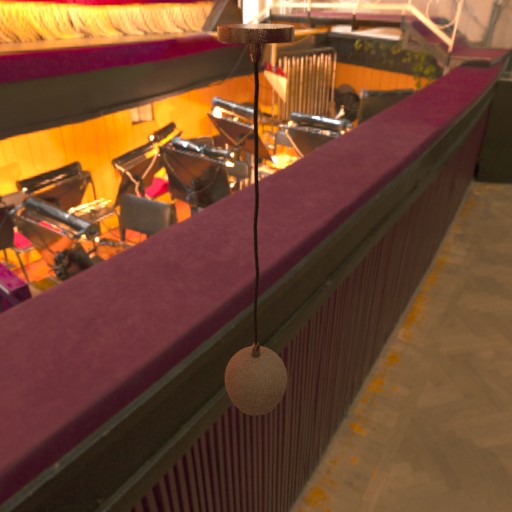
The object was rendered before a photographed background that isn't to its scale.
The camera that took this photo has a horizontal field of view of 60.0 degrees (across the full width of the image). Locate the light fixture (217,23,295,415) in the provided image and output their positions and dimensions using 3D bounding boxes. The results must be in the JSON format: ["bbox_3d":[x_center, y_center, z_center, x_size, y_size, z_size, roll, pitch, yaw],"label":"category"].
[{"bbox_3d":[0.000,0.000,0.828,0.139,0.764,0.139,21,37,32],"label":"light fixture"}]
